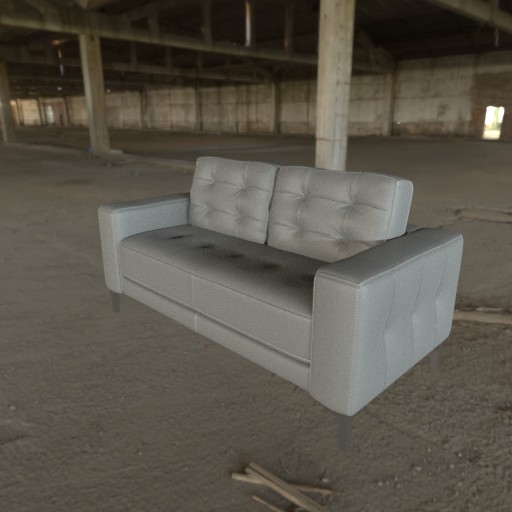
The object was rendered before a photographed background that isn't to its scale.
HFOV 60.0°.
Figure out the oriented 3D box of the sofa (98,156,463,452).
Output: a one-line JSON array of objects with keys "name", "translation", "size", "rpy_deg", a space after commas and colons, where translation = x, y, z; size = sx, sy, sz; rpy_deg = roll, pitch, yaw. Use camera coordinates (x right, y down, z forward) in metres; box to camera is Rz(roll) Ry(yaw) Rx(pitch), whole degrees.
[{"name": "sofa", "translation": [0.000, 0.000, 2.223], "size": [1.726, 0.893, 0.833], "rpy_deg": [17, 24, 42]}]
